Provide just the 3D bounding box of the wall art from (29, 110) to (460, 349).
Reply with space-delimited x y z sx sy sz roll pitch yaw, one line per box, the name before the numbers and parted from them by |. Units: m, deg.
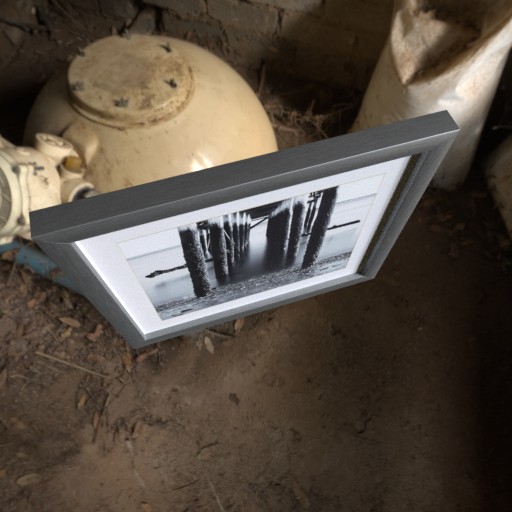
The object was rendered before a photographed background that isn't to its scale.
wall art | 0.000 0.000 0.528 0.380 0.330 0.028 -15 64 -8
